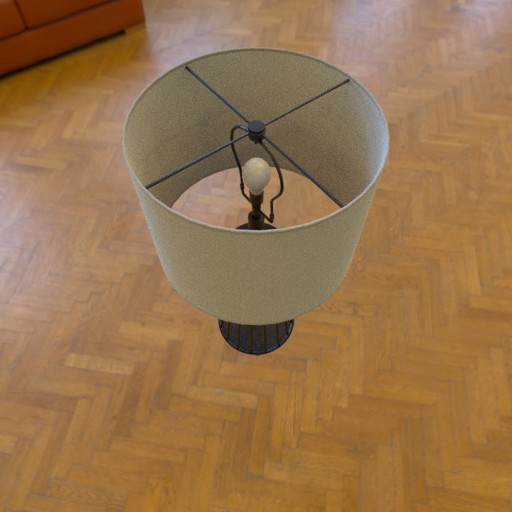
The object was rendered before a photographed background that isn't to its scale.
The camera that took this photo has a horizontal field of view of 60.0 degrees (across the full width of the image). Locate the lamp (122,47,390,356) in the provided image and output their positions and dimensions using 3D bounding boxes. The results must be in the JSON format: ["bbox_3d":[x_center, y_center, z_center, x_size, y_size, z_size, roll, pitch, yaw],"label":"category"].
[{"bbox_3d":[0.000,0.000,0.789,0.322,0.593,0.322,-33,63,-19],"label":"lamp"}]
